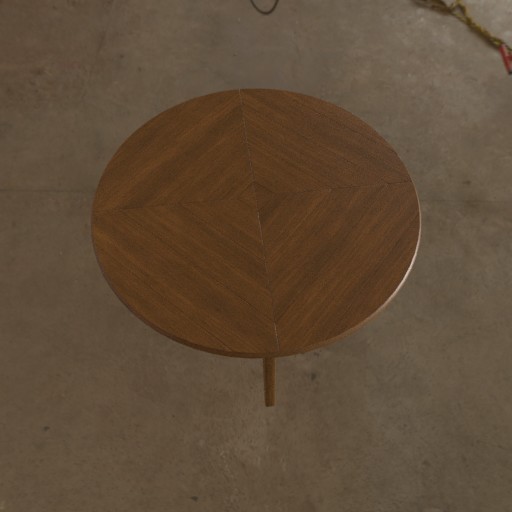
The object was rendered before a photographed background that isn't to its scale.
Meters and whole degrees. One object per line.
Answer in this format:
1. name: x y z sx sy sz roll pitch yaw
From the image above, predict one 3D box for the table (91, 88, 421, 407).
1. table: 0.000 0.000 1.753 1.055 0.757 1.055 0 59 0
